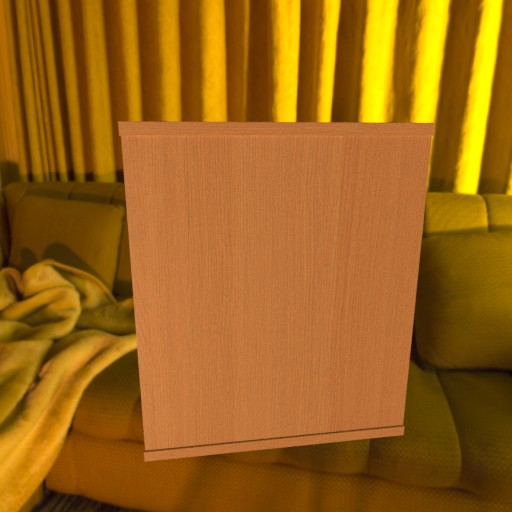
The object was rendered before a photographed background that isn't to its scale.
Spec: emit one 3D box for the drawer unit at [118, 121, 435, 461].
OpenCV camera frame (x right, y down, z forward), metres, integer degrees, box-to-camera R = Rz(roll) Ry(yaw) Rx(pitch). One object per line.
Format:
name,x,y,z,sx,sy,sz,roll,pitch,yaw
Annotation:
drawer unit,0.000,0.000,0.609,0.290,0.344,0.349,-2,15,-8
